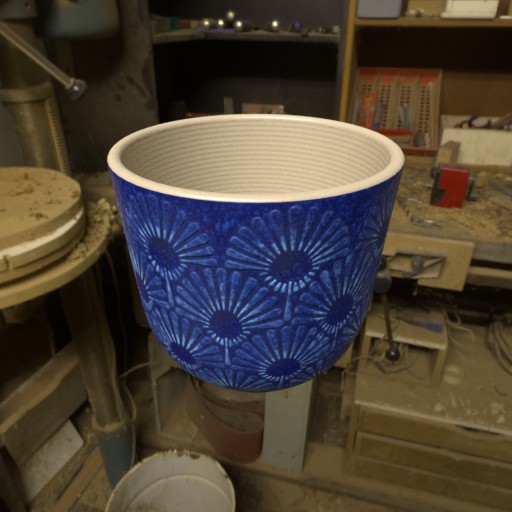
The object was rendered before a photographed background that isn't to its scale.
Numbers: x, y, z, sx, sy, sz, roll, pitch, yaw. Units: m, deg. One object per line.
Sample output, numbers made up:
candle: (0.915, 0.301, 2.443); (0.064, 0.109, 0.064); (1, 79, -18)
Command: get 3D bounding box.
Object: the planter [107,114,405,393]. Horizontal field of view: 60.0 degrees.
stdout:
planter: (0.000, 0.000, 0.300); (0.170, 0.153, 0.170); (0, 30, 0)
